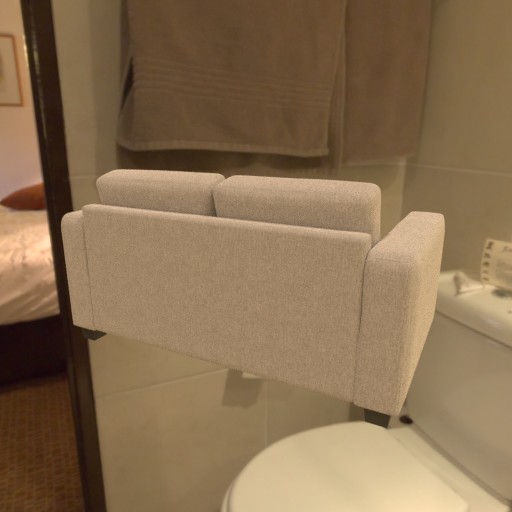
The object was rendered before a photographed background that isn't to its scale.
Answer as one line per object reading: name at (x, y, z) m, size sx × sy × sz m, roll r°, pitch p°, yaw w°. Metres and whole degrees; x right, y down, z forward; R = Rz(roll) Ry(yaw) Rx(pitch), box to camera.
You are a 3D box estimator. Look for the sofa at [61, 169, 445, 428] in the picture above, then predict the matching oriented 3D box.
sofa at (0.000, 0.000, 2.061) m, size 1.540 × 0.800 × 0.900 m, roll 8°, pitch 18°, yaw 27°
